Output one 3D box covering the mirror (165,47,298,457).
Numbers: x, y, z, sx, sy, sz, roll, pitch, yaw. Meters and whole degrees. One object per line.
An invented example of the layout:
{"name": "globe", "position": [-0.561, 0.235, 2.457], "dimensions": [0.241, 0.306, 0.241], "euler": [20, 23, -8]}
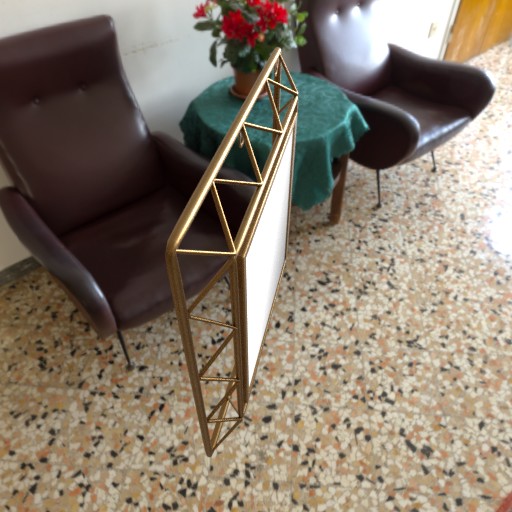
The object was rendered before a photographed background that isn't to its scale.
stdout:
{"name": "mirror", "position": [0.000, 0.000, 0.614], "dimensions": [0.046, 0.414, 0.416], "euler": [10, 46, 10]}
